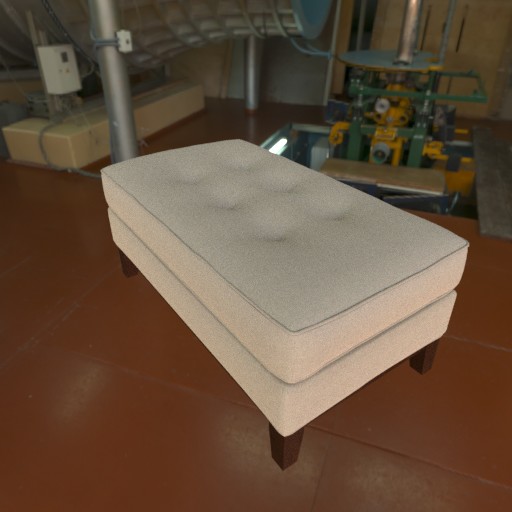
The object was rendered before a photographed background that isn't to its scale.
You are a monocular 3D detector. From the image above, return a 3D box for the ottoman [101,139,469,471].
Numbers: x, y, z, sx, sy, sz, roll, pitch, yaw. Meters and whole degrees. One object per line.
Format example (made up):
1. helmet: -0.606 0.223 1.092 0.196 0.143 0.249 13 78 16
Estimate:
1. ottoman: 0.000 0.000 1.501 0.648 0.508 1.143 -20 37 -29
